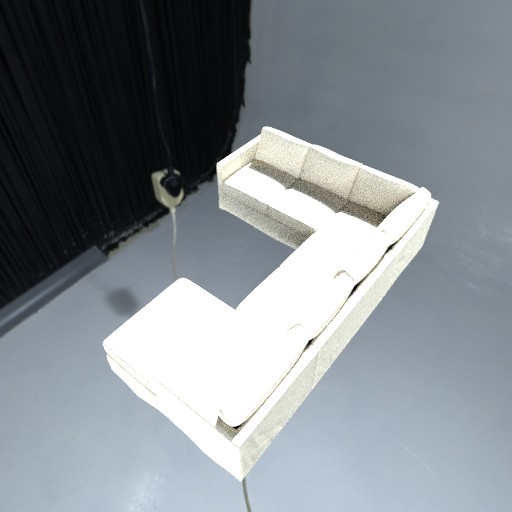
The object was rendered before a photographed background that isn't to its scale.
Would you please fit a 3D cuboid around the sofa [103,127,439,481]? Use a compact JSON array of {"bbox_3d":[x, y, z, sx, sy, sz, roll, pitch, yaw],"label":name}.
[{"bbox_3d":[0.000,0.000,4.649,2.427,0.882,3.460,30,53,26],"label":"sofa"}]
